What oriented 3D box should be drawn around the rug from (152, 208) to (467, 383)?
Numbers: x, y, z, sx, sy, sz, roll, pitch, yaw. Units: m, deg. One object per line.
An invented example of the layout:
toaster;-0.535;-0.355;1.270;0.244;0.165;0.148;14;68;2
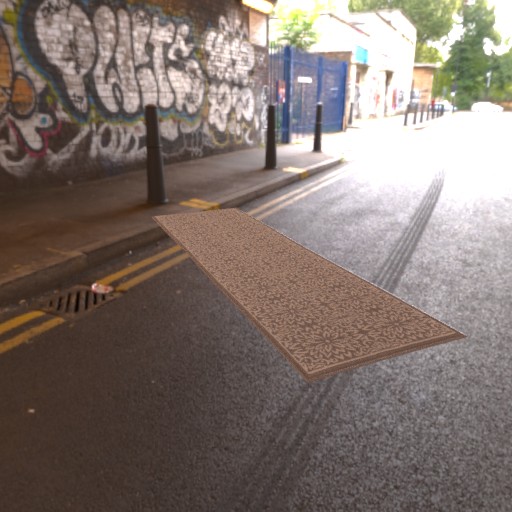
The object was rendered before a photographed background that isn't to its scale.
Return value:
rug;0.000;0.000;2.392;0.662;0.011;2.196;-9;21;-23
